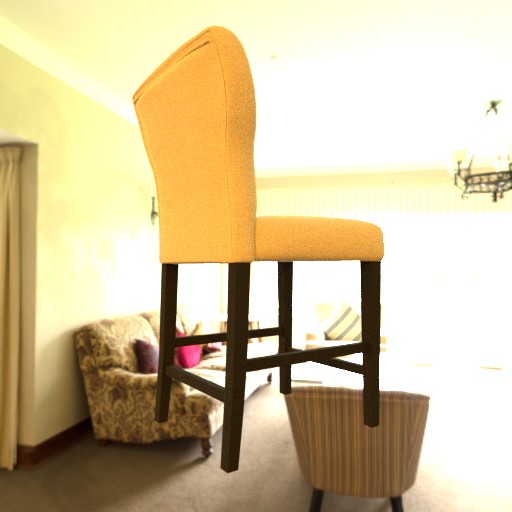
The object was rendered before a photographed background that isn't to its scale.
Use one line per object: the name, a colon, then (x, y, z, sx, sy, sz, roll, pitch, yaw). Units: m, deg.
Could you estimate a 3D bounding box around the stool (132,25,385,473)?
stool: (0.000, 0.000, 1.277, 0.603, 0.972, 0.514, 1, -2, -35)
